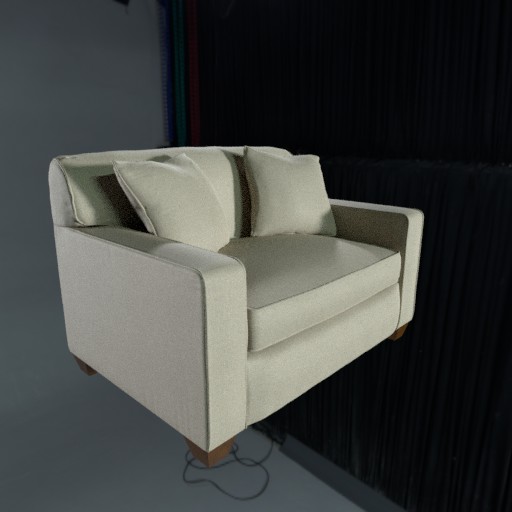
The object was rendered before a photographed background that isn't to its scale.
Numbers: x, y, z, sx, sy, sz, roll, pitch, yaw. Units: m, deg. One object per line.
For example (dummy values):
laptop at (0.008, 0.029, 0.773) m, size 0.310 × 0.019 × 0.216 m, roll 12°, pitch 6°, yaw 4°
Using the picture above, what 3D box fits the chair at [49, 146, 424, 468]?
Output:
chair at (0.000, 0.000, 1.993) m, size 1.000 × 0.948 × 1.383 m, roll 14°, pitch 21°, yaw 42°
